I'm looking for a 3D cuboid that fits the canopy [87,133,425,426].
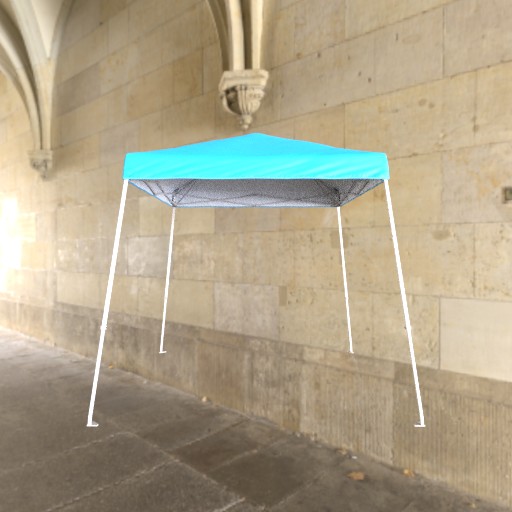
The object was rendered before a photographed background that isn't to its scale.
[{"bbox_3d":[0.000,0.000,5.143,2.849,2.849,2.848,0,0,0],"label":"canopy"}]
